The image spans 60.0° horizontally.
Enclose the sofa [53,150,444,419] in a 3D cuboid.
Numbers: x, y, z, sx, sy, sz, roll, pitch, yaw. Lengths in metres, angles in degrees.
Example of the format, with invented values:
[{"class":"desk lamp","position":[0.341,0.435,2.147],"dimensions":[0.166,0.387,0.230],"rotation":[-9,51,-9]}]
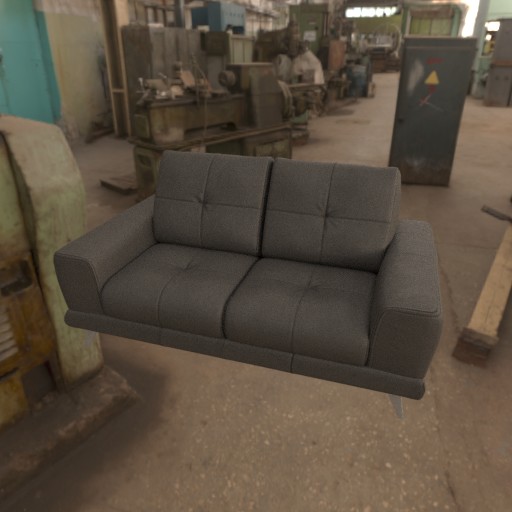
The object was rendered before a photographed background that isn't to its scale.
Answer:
[{"class":"sofa","position":[0.000,0.000,2.340],"dimensions":[1.806,0.907,1.018],"rotation":[8,27,16]}]
